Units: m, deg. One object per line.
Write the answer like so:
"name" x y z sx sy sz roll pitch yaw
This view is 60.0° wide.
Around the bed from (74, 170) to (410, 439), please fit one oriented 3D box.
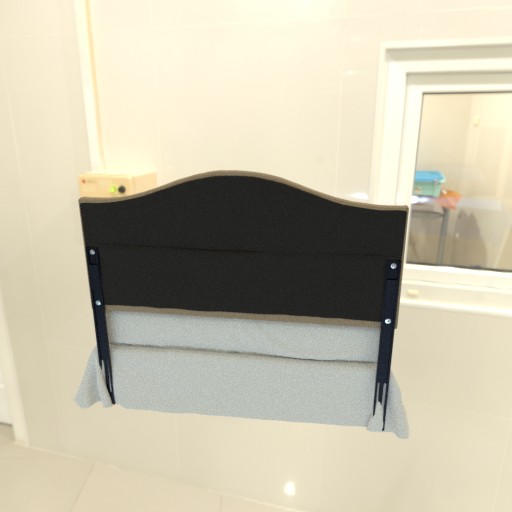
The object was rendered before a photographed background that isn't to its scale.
"bed" 0.000 0.000 3.742 2.311 1.651 2.222 3 18 8
